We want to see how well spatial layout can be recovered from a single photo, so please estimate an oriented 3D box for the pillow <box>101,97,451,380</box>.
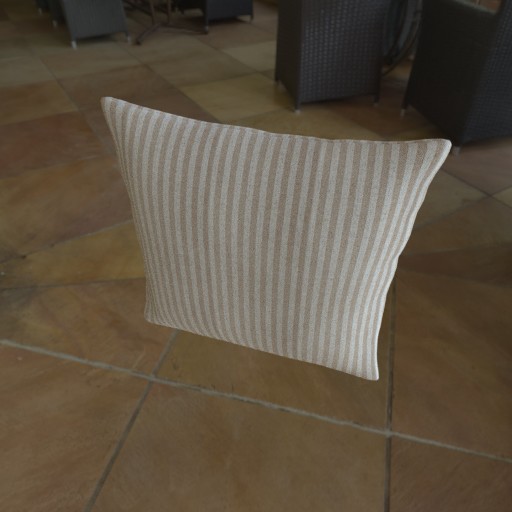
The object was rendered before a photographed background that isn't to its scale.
[{"bbox_3d":[0.000,0.000,0.788,0.523,0.510,0.166,12,42,13],"label":"pillow"}]
